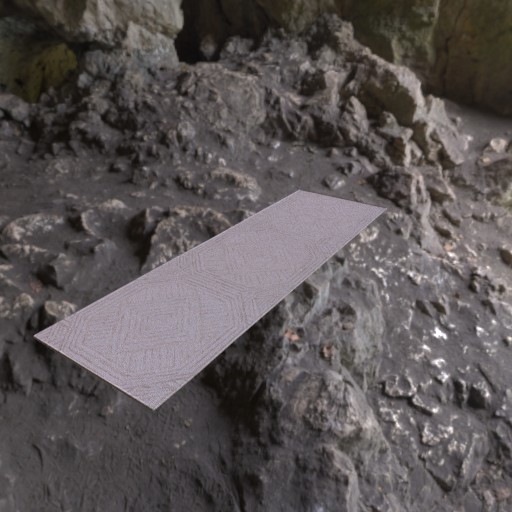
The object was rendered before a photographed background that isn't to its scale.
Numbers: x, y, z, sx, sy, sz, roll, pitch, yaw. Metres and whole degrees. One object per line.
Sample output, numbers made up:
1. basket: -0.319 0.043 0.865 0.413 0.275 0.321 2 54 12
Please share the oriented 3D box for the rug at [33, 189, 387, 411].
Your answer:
1. rug: 0.000 0.000 2.709 0.775 0.012 2.452 18 32 30
